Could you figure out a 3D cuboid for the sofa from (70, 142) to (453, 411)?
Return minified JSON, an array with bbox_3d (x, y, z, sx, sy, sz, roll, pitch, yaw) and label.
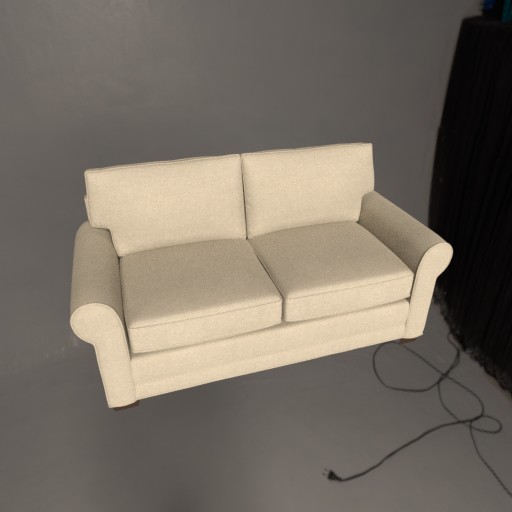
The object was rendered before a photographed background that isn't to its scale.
[{"bbox_3d":[0.000,0.000,2.319,1.774,0.933,0.861,-9,32,-15],"label":"sofa"}]
